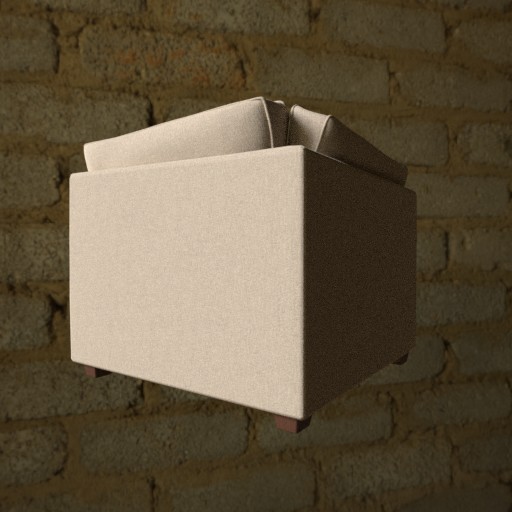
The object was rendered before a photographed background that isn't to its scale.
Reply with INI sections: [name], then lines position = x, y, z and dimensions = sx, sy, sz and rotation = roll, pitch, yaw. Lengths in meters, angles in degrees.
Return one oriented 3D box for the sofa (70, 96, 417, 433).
[sofa]
position = 0.000, 0.000, 1.817
dimensions = 1.042, 0.937, 1.050
rotation = 0, 1, 36
